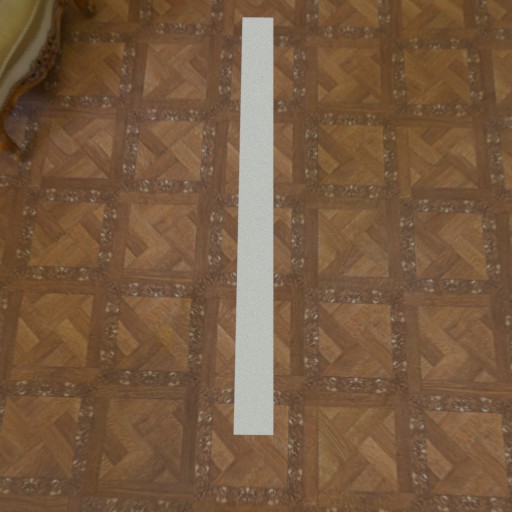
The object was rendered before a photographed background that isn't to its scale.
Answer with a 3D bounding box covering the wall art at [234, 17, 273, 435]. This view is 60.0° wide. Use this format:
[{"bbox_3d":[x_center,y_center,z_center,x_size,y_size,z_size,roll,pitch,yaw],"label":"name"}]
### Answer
[{"bbox_3d":[0.000,0.000,0.454,0.024,0.304,0.304,1,75,0],"label":"wall art"}]
